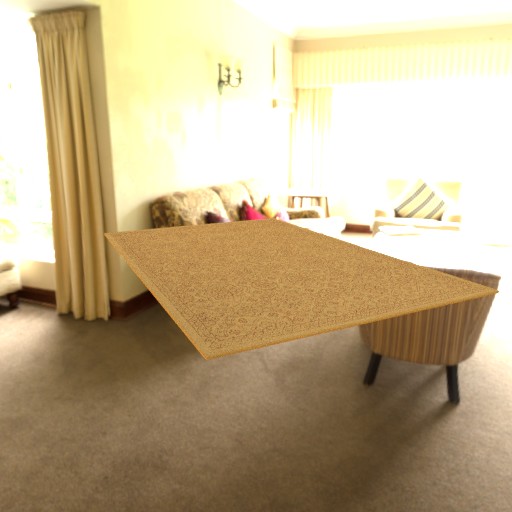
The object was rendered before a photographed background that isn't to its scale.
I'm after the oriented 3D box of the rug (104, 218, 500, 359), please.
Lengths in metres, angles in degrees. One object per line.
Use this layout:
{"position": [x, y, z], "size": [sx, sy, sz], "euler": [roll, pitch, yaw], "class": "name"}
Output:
{"position": [0.000, 0.000, 2.254], "size": [1.219, 0.010, 1.829], "euler": [-7, 17, -26], "class": "rug"}
